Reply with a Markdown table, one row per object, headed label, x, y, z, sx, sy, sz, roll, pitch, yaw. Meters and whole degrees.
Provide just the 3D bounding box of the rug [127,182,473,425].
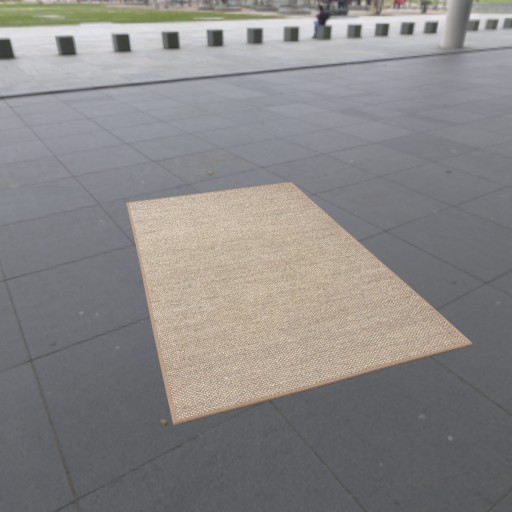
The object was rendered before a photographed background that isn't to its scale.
| label | x | y | z | sx | sy | sz | roll | pitch | yaw |
| --- | --- | --- | --- | --- | --- | --- | --- | --- | --- |
| rug | 0.000 | 0.000 | 2.091 | 1.061 | 0.012 | 1.668 | -10 | 32 | -16 |
